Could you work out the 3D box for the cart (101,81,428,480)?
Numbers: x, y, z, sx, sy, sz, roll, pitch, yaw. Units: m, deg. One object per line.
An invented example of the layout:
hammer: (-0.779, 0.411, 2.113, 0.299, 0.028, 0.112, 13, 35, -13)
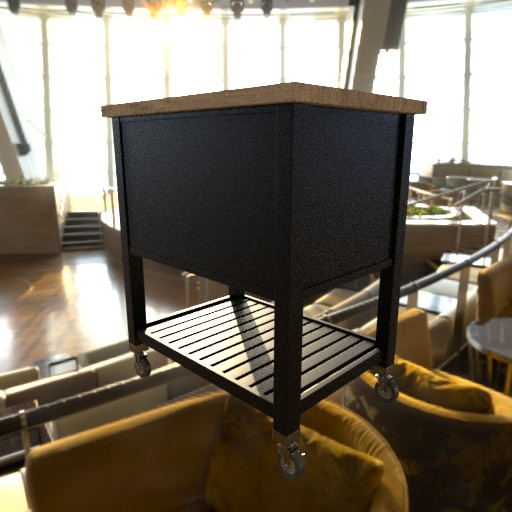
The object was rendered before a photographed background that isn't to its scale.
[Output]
cart: (0.000, 0.000, 1.408, 0.797, 0.920, 0.567, 14, 20, 43)
